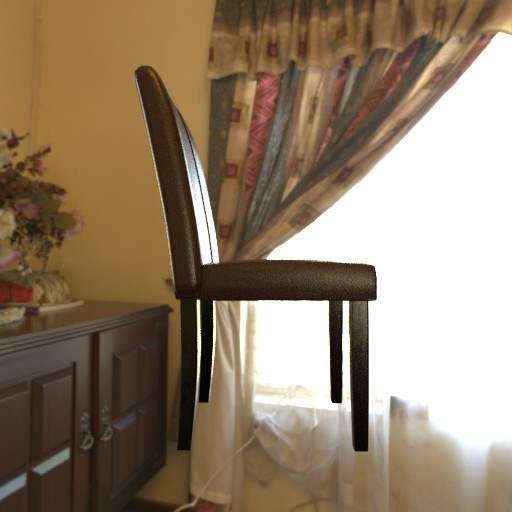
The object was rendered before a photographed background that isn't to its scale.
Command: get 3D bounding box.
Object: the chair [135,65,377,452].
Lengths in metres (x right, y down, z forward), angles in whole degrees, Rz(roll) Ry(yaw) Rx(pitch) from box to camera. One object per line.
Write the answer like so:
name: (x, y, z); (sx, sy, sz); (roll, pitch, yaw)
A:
chair: (0.000, 0.000, 1.198); (0.556, 0.897, 0.399); (0, 0, 1)
